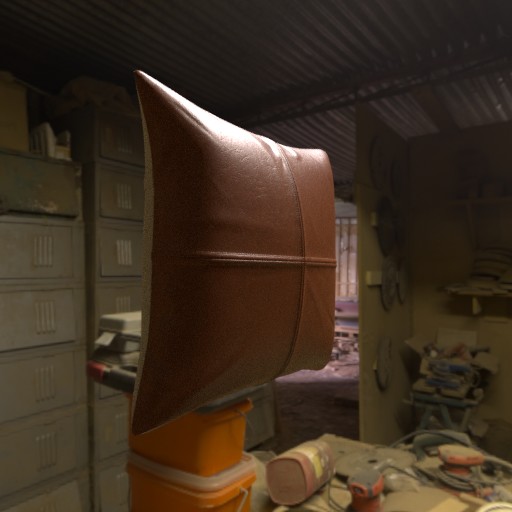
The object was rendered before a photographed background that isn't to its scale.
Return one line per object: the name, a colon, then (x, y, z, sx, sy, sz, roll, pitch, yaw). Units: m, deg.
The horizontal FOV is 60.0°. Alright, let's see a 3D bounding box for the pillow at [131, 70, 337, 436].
pillow: (0.000, 0.000, 0.764, 0.192, 0.477, 0.501, -1, -2, 37)
